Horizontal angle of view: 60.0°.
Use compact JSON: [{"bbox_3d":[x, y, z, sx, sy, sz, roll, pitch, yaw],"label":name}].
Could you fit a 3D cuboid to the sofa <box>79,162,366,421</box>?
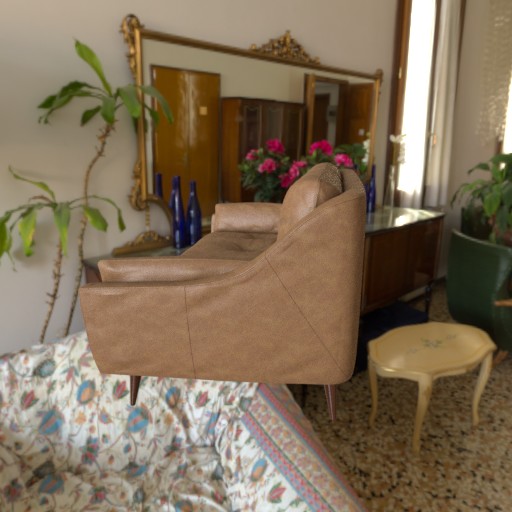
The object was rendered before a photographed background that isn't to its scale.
[{"bbox_3d":[0.000,0.000,2.251,0.981,0.886,1.731,2,14,10],"label":"sofa"}]
